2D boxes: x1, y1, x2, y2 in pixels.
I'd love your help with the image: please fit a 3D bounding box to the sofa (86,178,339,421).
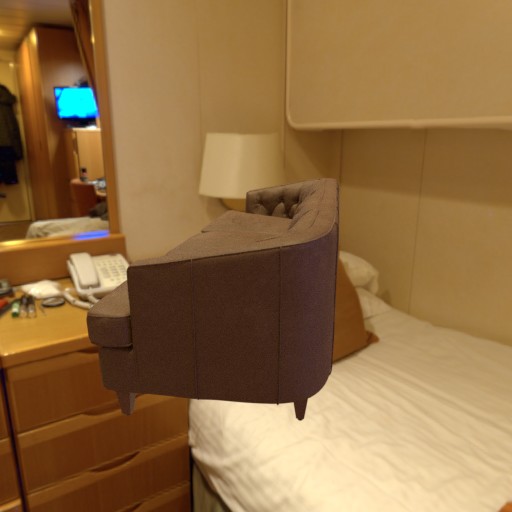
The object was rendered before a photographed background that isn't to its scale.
[{"bbox_3d":[0.000,0.000,2.589,0.927,0.787,2.227,3,15,10],"label":"sofa"}]
